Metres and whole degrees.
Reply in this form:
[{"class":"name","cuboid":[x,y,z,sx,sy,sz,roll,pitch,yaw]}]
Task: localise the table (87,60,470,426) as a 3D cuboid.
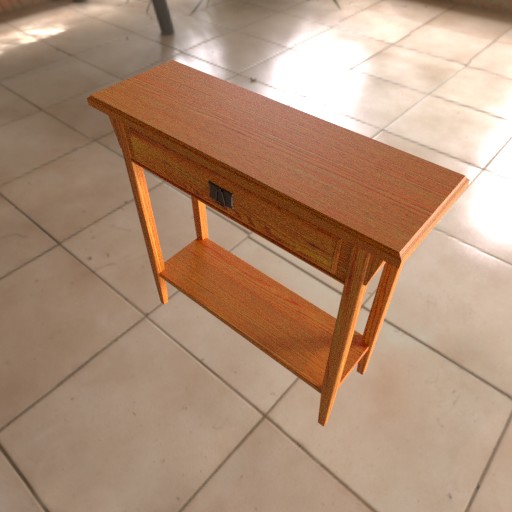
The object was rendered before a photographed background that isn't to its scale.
[{"class":"table","cuboid":[0.000,0.000,1.126,0.762,0.711,0.254,31,54,26]}]
